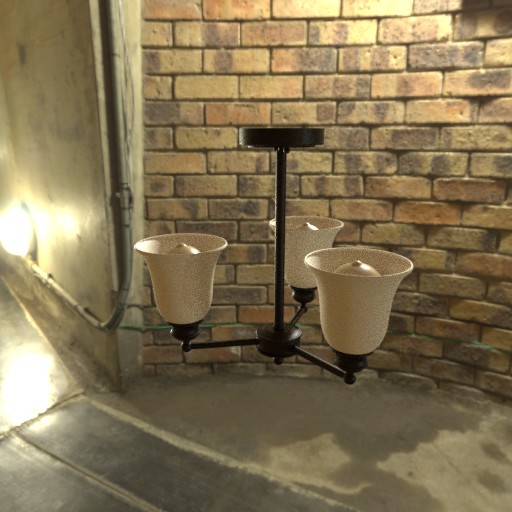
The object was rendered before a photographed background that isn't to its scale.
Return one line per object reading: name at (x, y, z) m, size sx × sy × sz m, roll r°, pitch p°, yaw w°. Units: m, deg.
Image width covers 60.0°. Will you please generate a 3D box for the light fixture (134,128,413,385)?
light fixture at (0.000, 0.000, 0.670) m, size 0.354 × 0.370 × 0.388 m, roll -2°, pitch 15°, yaw -8°
